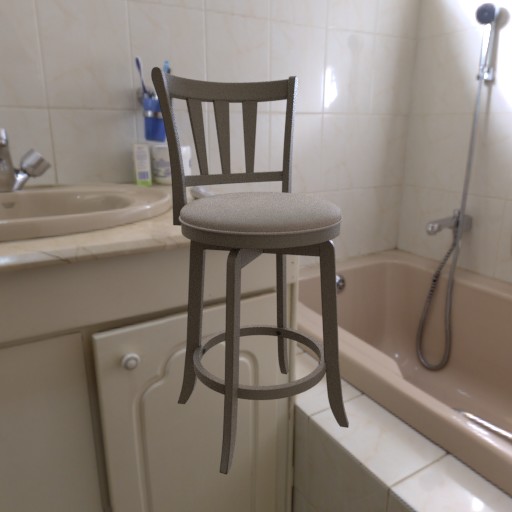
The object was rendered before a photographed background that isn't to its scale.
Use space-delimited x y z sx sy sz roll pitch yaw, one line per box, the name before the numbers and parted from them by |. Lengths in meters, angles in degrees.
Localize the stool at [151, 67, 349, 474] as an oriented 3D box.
stool | 0.000 0.000 1.249 0.450 0.994 0.486 -8 18 -27
